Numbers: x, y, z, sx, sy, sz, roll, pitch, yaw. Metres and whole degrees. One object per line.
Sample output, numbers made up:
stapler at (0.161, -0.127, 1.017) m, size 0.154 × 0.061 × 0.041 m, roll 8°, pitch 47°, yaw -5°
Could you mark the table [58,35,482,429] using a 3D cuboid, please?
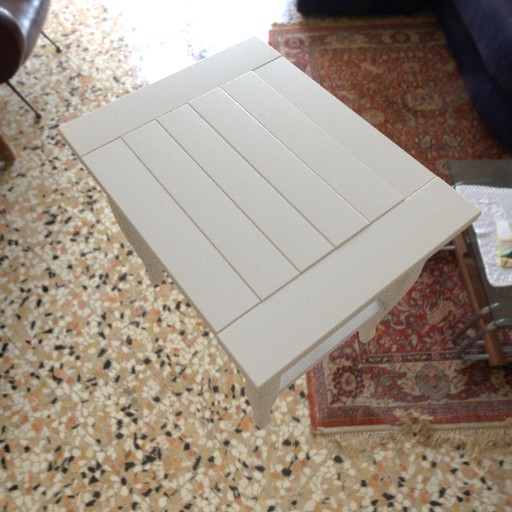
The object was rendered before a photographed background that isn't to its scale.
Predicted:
table at (0.000, 0.000, 1.021) m, size 0.463 × 0.605 × 0.599 m, roll -34°, pitch 65°, yaw -18°
